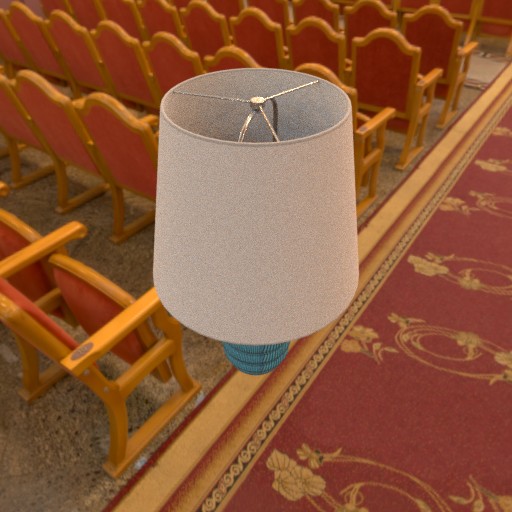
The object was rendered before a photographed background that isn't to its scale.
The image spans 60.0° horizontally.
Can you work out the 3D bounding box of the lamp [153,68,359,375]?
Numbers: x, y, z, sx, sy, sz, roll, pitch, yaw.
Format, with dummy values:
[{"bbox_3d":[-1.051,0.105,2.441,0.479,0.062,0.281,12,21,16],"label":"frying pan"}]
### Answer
[{"bbox_3d":[0.000,0.000,0.548,0.254,0.392,0.254,0,41,0],"label":"lamp"}]
